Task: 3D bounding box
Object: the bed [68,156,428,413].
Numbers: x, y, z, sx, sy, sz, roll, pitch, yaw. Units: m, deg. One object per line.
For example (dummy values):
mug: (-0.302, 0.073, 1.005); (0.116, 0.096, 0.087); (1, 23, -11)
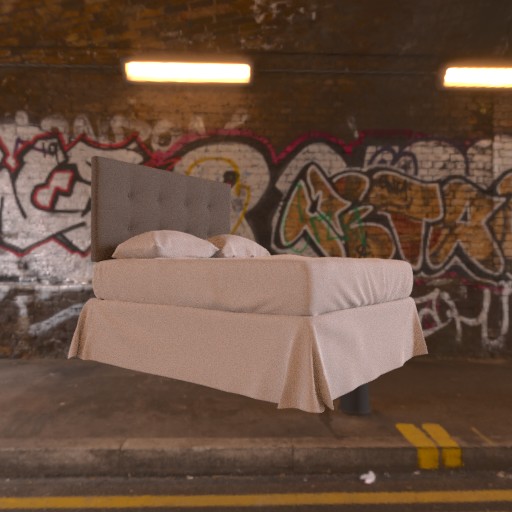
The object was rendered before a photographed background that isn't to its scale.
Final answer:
bed: (0.000, 0.000, 3.512); (2.222, 1.577, 1.936); (-1, -1, 37)
